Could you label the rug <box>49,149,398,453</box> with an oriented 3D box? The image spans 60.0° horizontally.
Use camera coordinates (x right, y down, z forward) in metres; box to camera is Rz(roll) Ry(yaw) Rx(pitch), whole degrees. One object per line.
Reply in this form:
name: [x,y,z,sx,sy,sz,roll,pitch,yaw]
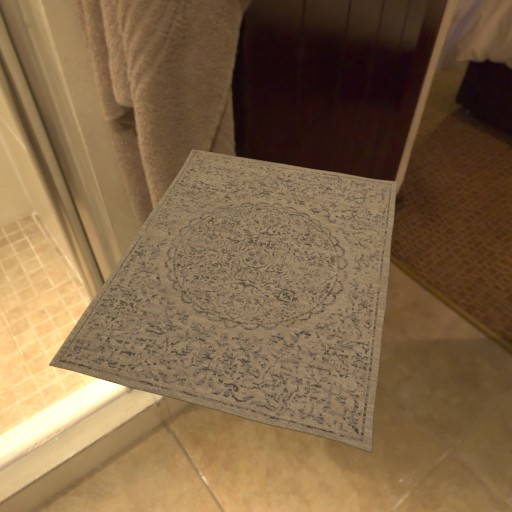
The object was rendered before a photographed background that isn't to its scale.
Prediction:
rug: [0.000,0.000,3.995,2.343,0.026,2.925,11,48,11]
